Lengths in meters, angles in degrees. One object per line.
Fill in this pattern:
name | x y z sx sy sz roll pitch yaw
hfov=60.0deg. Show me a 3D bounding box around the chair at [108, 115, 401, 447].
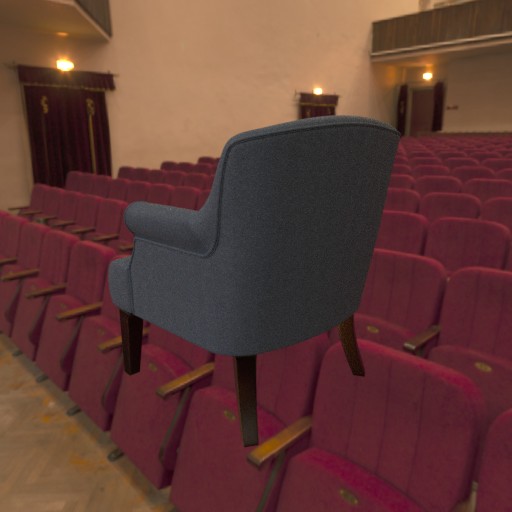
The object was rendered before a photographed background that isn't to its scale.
chair | 0.000 0.000 1.488 0.770 0.878 0.754 -14 20 -42
